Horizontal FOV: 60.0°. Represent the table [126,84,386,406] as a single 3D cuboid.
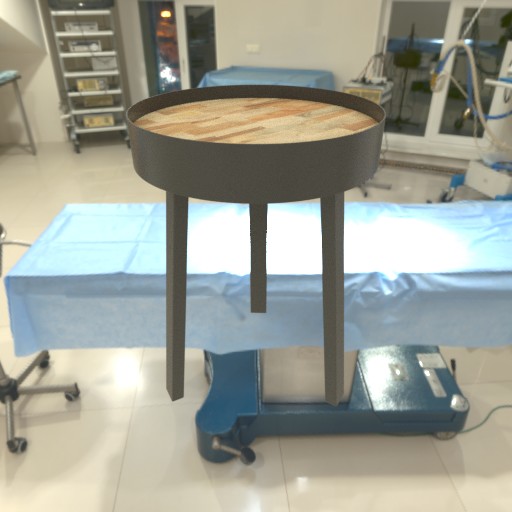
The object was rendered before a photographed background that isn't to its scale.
[{"bbox_3d":[0.000,0.000,0.858,0.406,0.559,0.406,0,31,0],"label":"table"}]
